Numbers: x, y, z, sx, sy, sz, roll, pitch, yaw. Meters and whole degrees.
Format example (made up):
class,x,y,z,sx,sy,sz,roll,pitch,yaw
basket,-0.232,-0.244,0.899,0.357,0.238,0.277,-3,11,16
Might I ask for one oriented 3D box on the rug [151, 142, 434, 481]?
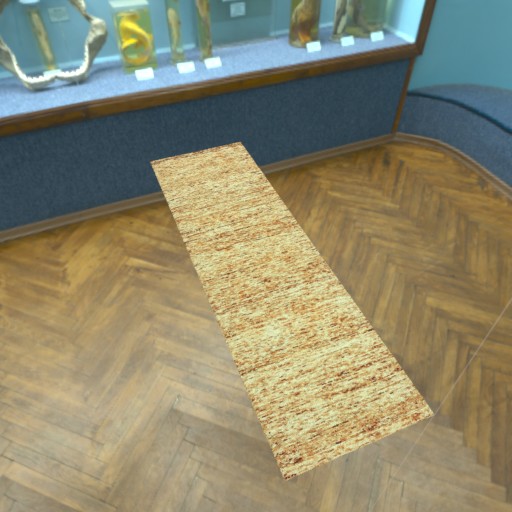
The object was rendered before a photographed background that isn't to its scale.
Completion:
class,x,y,z,sx,sy,sz,roll,pitch,yaw
rug,0.000,0.000,2.457,0.680,0.014,2.237,-16,48,-15
